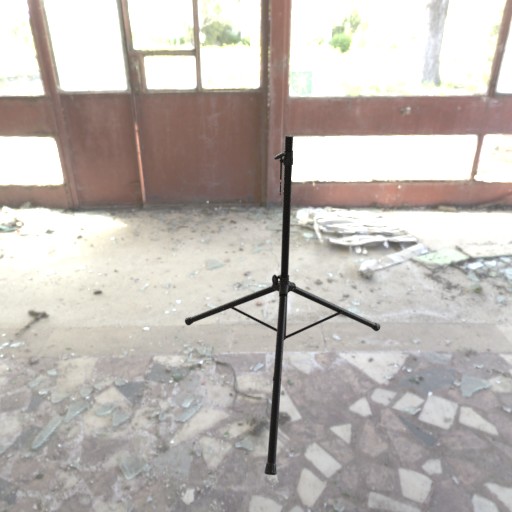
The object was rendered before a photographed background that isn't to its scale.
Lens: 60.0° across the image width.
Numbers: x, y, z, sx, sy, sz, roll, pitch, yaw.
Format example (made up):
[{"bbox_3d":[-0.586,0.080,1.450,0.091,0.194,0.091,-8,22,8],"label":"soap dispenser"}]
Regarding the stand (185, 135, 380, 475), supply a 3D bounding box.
[{"bbox_3d":[0.000,0.000,2.876,1.339,1.595,1.596,18,32,31],"label":"stand"}]
